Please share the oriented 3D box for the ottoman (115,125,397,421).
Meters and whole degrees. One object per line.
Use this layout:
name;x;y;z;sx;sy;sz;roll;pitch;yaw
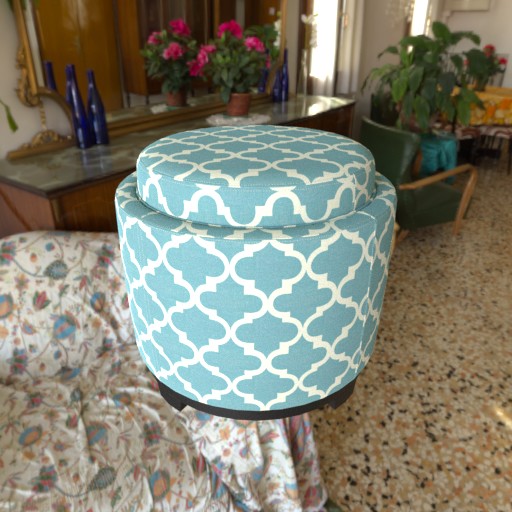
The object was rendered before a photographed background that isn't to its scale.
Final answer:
ottoman;0.000;0.000;0.835;0.480;0.429;0.480;0;27;0
